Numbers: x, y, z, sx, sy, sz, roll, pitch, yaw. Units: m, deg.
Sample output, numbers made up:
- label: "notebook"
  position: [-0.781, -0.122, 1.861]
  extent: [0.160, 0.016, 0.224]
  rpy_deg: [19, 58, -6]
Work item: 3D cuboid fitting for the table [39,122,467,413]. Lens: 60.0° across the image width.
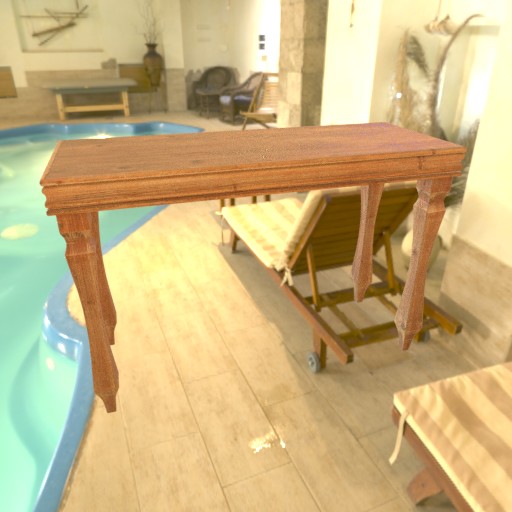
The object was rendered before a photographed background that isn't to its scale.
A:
- label: "table"
  position: [0.000, 0.000, 1.736]
  extent: [1.330, 0.873, 0.522]
  rpy_deg: [-8, 27, -15]
